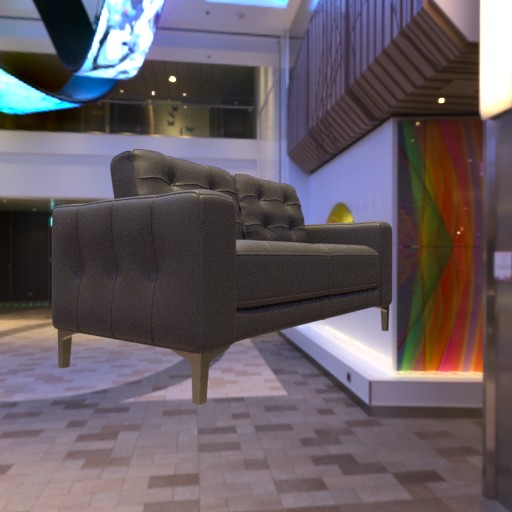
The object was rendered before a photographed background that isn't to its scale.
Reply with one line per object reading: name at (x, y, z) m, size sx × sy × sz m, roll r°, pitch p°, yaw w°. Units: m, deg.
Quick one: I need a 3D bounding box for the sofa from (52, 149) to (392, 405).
sofa at (0.000, 0.000, 2.219) m, size 0.833 × 0.893 × 1.726 m, roll 0°, pitch 0°, yaw 36°
